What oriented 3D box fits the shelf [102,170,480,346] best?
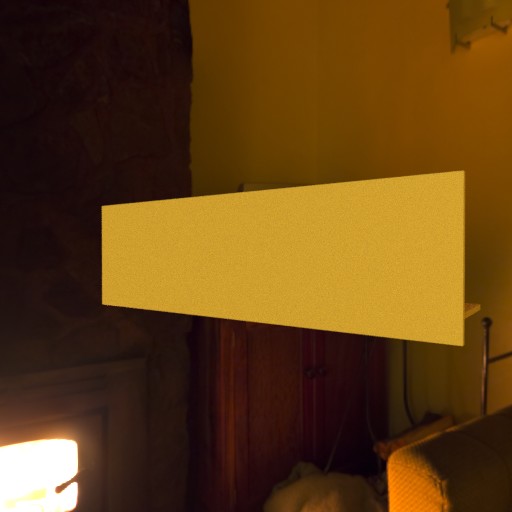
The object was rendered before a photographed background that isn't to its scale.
[{"bbox_3d":[0.000,0.000,1.136,1.020,0.300,0.200,0,1,36],"label":"shelf"}]
